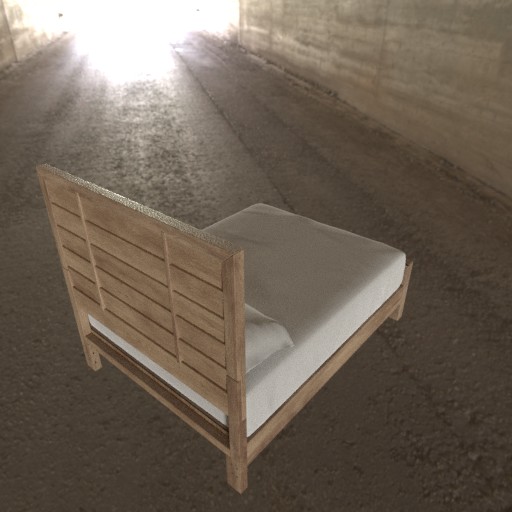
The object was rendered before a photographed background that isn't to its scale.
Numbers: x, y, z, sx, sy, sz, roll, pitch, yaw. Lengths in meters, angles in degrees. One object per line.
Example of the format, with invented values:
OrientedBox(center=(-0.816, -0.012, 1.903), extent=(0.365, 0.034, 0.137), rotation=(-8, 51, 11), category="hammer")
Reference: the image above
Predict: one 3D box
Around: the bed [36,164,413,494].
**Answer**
OrientedBox(center=(0.000, 0.000, 3.347), extent=(1.626, 1.626, 2.197), rotation=(23, 38, 34), category="bed")
